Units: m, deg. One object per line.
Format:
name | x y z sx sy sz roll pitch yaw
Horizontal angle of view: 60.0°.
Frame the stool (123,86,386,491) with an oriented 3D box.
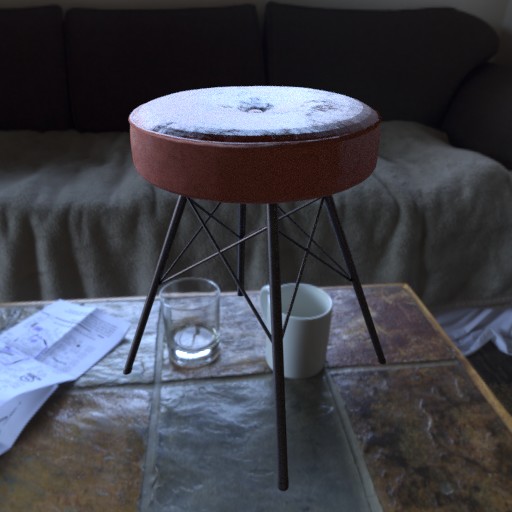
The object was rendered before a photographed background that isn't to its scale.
stool | 0.000 0.000 0.877 0.457 0.593 0.421 22 36 33
